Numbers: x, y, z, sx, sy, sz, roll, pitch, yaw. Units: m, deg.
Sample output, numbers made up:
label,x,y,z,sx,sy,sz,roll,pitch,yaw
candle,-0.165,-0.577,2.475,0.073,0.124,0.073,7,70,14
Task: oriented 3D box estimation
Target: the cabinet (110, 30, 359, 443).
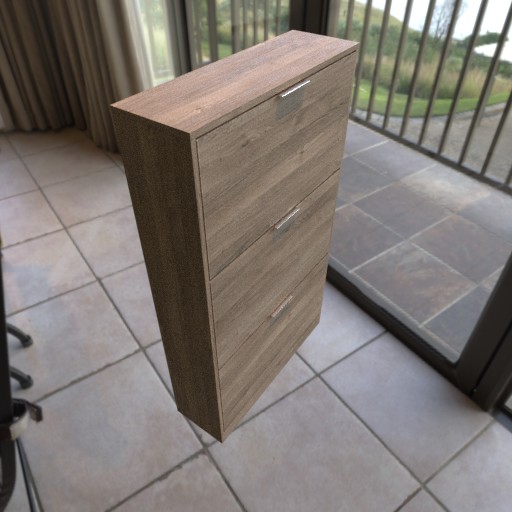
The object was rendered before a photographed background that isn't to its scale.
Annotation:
label,x,y,z,sx,sy,sz,roll,pitch,yaw
cabinet,0.000,0.000,1.567,0.250,1.280,0.750,25,47,26
